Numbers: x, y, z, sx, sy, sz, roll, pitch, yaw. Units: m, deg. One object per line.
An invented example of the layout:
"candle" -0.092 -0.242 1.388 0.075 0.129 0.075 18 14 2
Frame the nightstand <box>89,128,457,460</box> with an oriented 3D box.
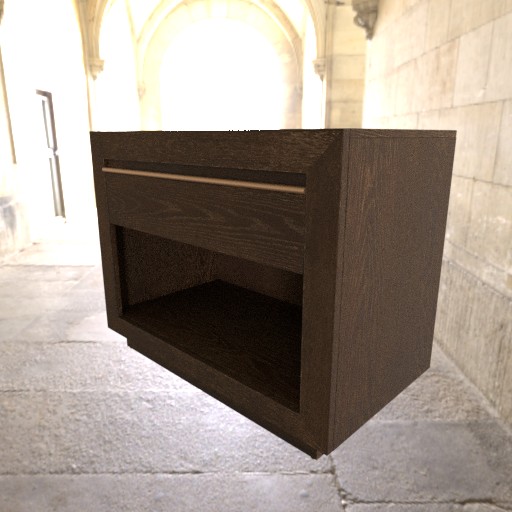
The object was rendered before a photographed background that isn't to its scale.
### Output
"nightstand" 0.000 0.000 1.125 0.775 0.612 0.457 14 21 42
